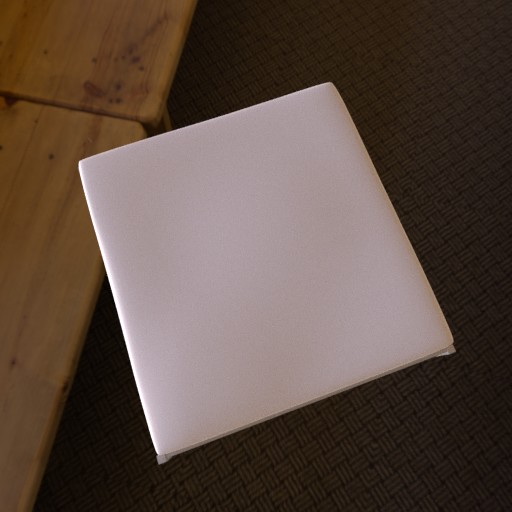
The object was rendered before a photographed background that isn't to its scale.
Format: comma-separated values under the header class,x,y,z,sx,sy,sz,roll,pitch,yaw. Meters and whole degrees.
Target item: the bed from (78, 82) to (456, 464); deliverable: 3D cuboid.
class,x,y,z,sx,sy,sz,roll,pitch,yaw
bed,0.000,0.000,3.053,2.007,0.510,2.108,-19,75,-5
